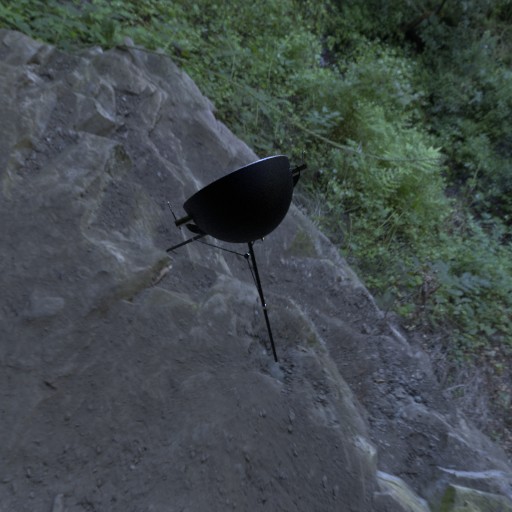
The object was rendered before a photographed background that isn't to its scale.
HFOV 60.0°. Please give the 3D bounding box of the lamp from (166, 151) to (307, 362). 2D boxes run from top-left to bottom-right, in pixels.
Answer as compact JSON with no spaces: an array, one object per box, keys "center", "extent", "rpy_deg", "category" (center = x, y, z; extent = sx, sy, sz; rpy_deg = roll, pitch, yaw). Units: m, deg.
[{"center":[0.000,0.000,2.007],"extent":[0.817,1.512,0.920],"rpy_deg":[-25,77,-6],"category":"lamp"}]
